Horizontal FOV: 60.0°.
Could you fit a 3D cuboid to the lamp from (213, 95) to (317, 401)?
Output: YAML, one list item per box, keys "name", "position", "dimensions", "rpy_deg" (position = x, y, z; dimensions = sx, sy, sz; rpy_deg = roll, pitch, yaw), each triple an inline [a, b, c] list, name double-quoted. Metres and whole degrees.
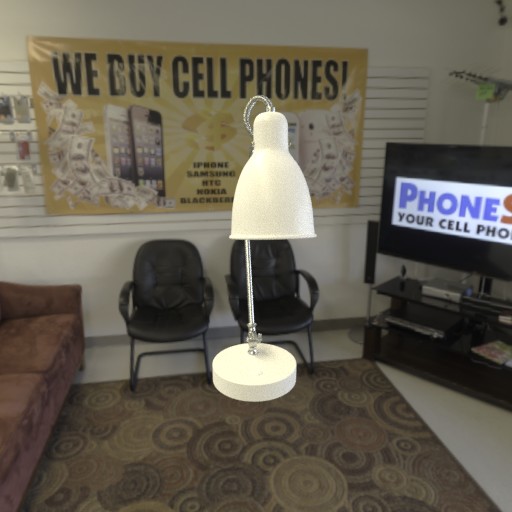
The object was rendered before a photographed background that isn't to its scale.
- name: "lamp"
  position: [0.000, 0.000, 0.892]
  dimensions: [0.187, 0.587, 0.561]
  rpy_deg: [-2, 16, -6]
